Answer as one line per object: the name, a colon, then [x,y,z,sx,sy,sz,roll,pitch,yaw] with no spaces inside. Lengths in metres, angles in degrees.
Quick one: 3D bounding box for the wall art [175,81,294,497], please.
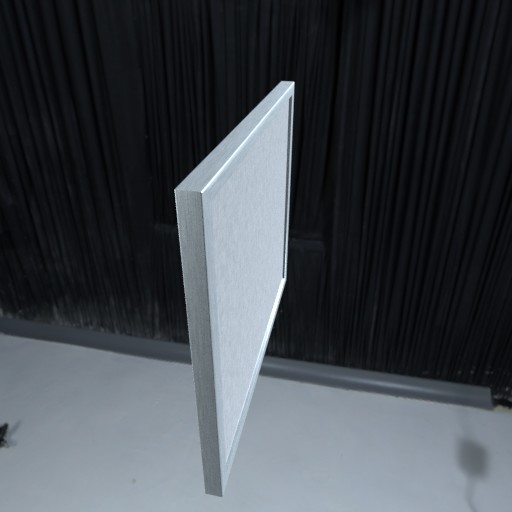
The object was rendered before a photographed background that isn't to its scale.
wall art: [0.000,0.000,0.735,0.028,0.457,0.556,6,31,11]
